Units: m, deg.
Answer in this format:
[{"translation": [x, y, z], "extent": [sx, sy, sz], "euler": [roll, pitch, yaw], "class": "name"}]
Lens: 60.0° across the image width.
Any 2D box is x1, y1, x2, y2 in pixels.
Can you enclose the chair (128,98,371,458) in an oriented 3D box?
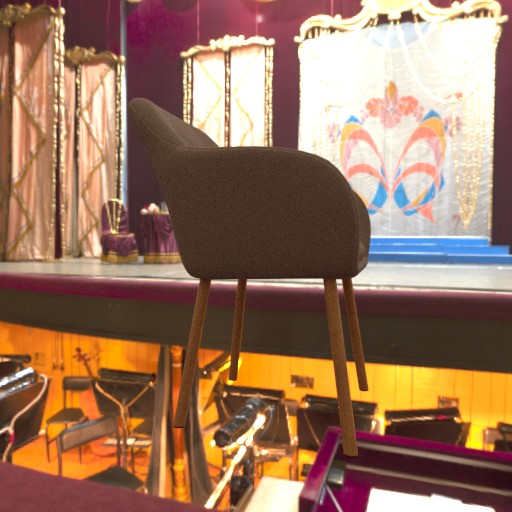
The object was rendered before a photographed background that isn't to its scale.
[{"translation": [0.000, 0.000, 1.221], "extent": [0.590, 0.830, 0.570], "euler": [1, 2, 17], "class": "chair"}]
